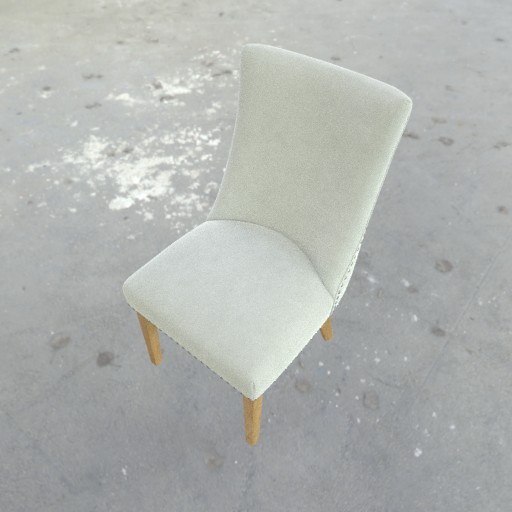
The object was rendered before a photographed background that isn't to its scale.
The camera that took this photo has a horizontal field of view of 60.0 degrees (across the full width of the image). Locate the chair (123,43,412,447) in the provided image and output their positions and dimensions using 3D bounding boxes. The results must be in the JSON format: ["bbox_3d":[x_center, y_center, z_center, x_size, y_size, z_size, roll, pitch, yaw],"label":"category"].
[{"bbox_3d":[0.000,0.000,1.246,0.495,0.902,0.610,31,54,25],"label":"chair"}]
